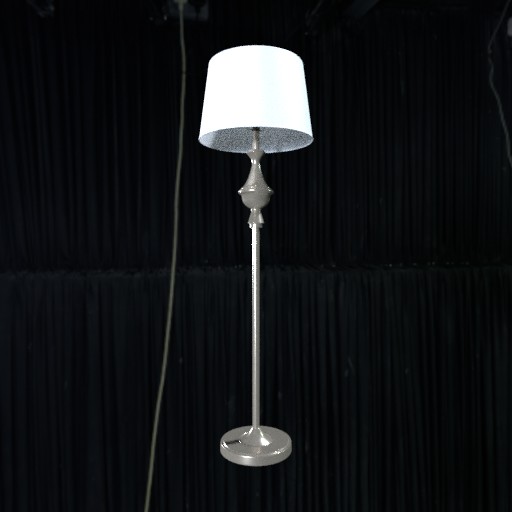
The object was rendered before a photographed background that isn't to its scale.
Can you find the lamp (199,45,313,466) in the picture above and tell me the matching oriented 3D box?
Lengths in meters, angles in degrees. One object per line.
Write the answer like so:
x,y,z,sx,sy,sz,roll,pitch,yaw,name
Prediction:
0.000,0.000,1.694,0.431,1.488,0.431,0,1,0,lamp
